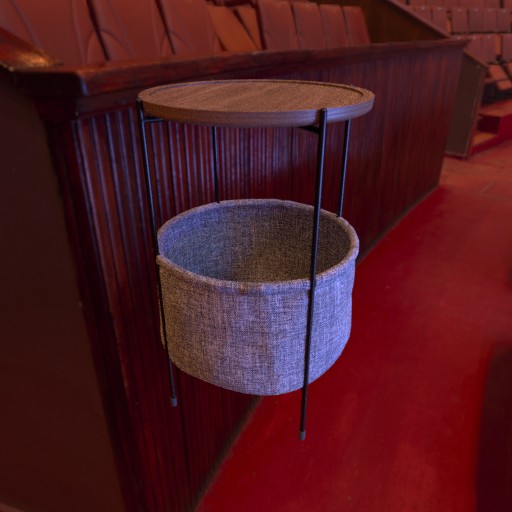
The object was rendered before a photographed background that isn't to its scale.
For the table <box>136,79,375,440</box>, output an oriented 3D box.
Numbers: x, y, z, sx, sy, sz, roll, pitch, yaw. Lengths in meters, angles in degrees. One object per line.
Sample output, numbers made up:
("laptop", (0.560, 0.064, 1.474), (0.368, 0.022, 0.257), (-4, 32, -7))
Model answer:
("table", (0.000, 0.000, 0.885), (0.400, 0.623, 0.400), (9, 29, 16))
